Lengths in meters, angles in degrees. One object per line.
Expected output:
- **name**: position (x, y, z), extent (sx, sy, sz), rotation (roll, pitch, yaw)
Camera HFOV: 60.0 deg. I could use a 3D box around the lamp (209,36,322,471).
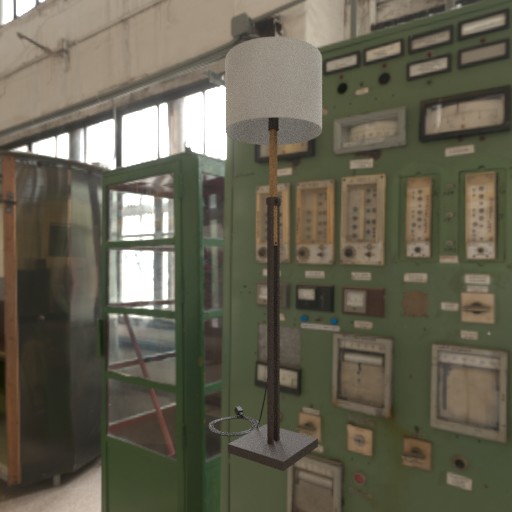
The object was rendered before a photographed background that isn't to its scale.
- **lamp**: position (0.000, 0.000, 1.963), extent (0.639, 1.650, 0.474), rotation (0, -1, 36)
